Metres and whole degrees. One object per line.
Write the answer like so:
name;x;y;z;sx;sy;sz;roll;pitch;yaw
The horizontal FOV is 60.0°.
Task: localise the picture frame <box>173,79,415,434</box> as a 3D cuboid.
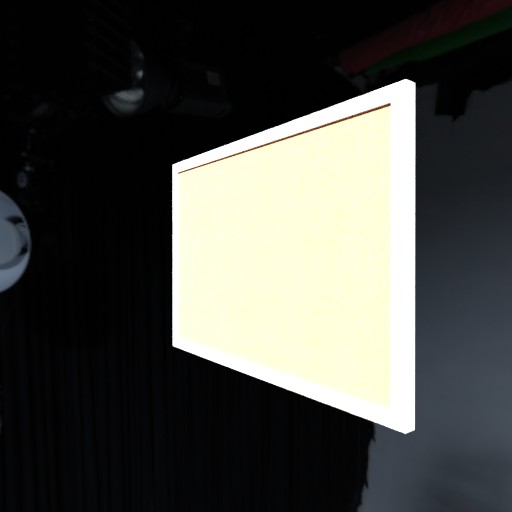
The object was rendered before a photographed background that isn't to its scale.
picture frame;0.000;0.000;1.191;0.029;0.640;0.950;0;0;-36
